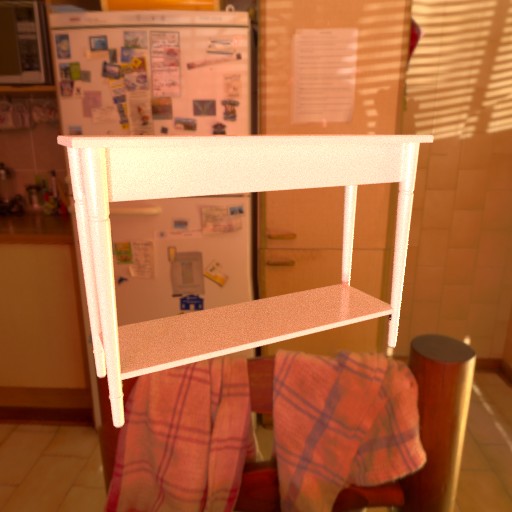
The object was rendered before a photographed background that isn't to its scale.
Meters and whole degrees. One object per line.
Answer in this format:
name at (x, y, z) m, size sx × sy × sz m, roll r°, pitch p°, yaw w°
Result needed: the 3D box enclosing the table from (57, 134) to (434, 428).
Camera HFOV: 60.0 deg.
table at (0.000, 0.000, 1.426) m, size 1.067 × 0.749 × 0.381 m, roll -8°, pitch 18°, yaw -26°
